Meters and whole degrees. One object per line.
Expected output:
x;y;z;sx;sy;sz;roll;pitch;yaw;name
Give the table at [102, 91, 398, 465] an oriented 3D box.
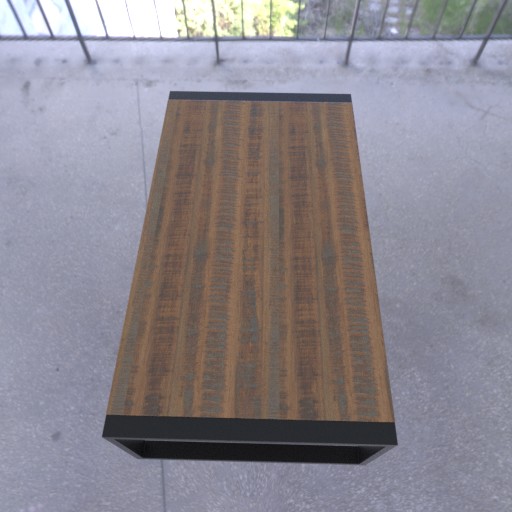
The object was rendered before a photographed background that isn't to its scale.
0.000;0.000;1.646;0.750;0.400;1.350;1;58;1;table
